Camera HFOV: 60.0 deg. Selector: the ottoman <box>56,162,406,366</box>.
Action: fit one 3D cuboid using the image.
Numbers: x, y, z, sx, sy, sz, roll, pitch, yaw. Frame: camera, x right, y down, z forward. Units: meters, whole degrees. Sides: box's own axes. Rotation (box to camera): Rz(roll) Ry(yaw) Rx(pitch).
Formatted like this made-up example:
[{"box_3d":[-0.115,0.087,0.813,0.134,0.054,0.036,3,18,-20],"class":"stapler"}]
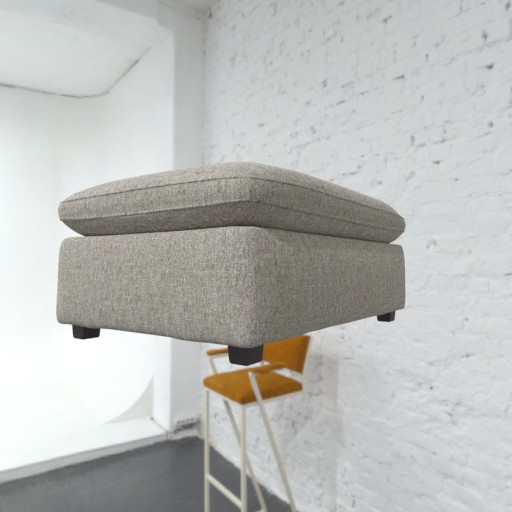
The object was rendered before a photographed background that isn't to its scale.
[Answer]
[{"box_3d":[0.000,0.000,1.386,0.694,0.451,0.977,-1,-2,35],"class":"ottoman"}]
